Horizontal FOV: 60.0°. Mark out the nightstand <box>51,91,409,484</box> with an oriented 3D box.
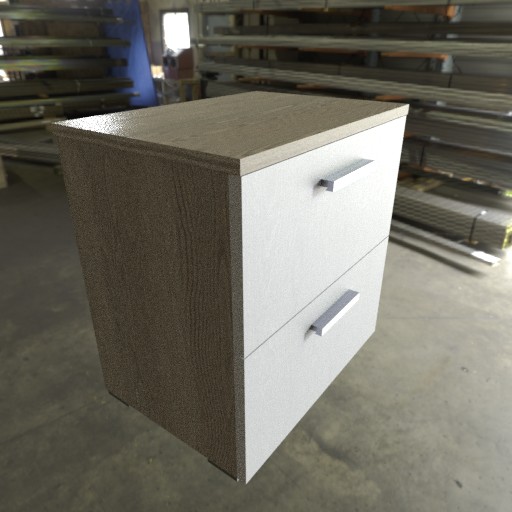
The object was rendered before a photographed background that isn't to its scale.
[{"bbox_3d":[0.000,0.000,0.742,0.325,0.461,0.442,18,32,32],"label":"nightstand"}]
